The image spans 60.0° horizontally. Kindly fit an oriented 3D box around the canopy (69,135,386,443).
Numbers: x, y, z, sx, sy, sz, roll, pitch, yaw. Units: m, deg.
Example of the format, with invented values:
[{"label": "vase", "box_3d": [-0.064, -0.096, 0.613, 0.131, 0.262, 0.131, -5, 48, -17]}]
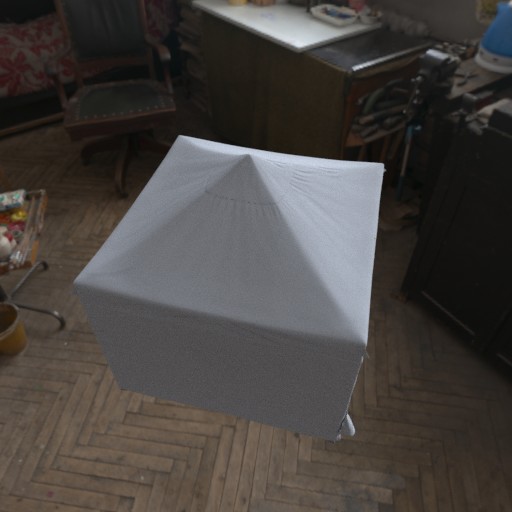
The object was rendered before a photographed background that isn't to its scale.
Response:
[{"label": "canopy", "box_3d": [0.000, 0.000, 5.626, 3.121, 2.997, 3.043, 10, 47, 10]}]
